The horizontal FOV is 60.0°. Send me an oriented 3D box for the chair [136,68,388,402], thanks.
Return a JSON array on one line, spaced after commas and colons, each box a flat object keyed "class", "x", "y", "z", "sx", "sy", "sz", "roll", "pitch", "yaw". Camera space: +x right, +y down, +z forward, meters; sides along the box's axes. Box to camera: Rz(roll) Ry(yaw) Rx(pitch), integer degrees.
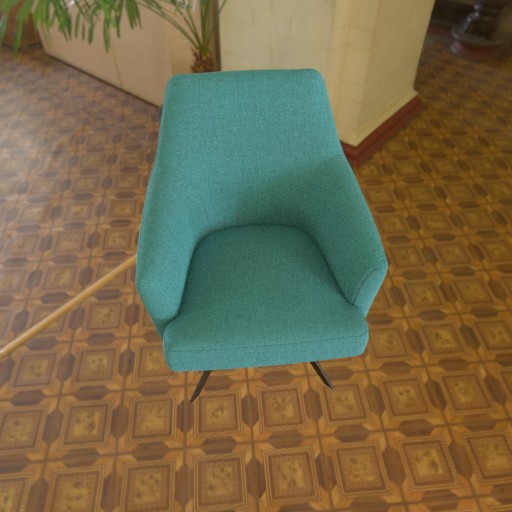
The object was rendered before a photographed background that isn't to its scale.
[{"class": "chair", "x": 0.000, "y": 0.000, "z": 1.355, "sx": 0.642, "sy": 0.874, "sz": 0.677, "roll": -4, "pitch": 47, "yaw": -4}]
